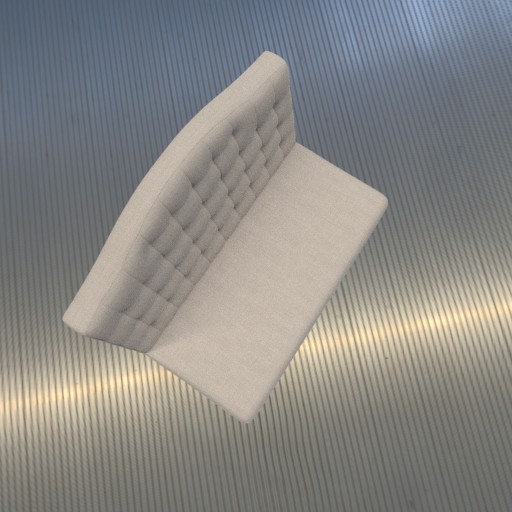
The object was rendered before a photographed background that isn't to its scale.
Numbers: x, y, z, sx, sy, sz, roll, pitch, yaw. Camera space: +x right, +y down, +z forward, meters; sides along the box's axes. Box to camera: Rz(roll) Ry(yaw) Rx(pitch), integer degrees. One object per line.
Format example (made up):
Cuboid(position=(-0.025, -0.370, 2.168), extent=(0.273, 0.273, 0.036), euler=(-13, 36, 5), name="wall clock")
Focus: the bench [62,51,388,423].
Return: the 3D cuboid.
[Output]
Cuboid(position=(0.000, 0.000, 2.066), extent=(0.815, 1.180, 1.335), euler=(33, 79, 7), name="bench")
